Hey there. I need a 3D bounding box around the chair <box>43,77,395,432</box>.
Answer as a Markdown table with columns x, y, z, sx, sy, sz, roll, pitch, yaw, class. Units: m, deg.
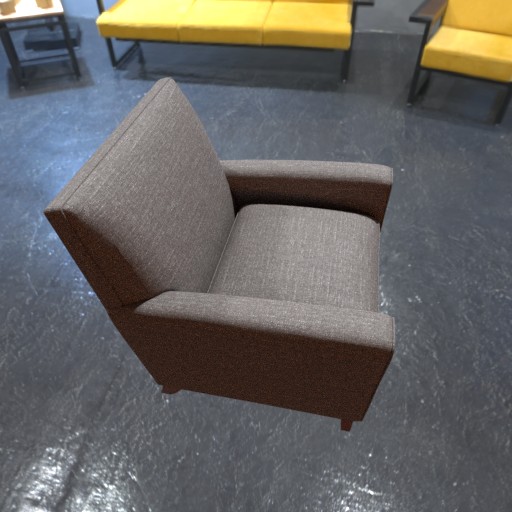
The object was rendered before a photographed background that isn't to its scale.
| x | y | z | sx | sy | sz | roll | pitch | yaw | class |
| --- | --- | --- | --- | --- | --- | --- | --- | --- | --- |
| 0.000 | 0.000 | 1.546 | 0.875 | 0.885 | 0.838 | 8 | 45 | 9 | chair |
